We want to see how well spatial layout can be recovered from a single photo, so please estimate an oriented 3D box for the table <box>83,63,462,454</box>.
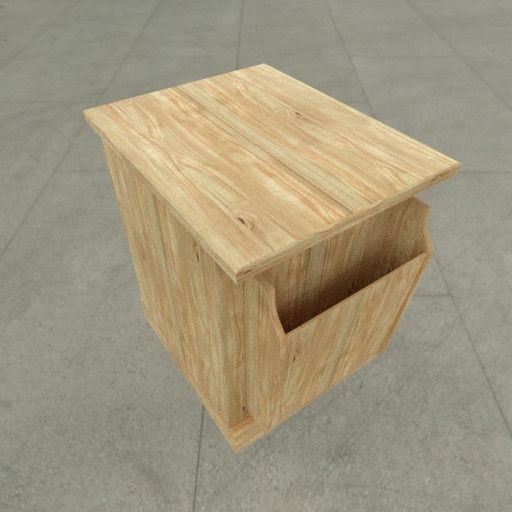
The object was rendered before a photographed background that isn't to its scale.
[{"bbox_3d":[0.000,0.000,0.858,0.380,0.515,0.530,-26,49,-25],"label":"table"}]
